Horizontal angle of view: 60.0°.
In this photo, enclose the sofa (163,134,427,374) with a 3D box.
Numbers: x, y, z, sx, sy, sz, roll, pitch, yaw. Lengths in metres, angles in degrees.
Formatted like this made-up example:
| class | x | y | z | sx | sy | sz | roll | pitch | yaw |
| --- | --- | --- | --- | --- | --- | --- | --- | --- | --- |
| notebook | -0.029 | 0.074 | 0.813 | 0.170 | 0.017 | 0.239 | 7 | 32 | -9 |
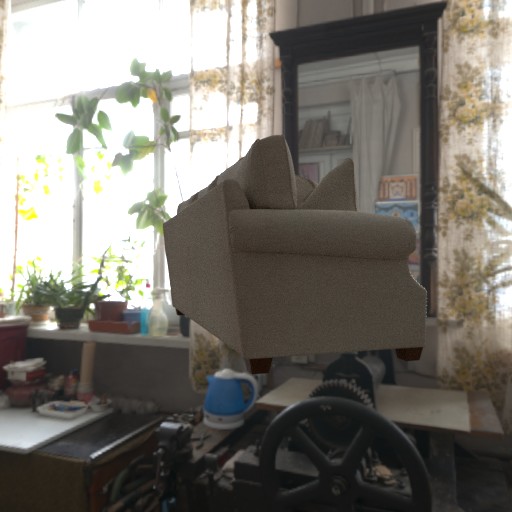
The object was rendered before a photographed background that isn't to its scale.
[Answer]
| class | x | y | z | sx | sy | sz | roll | pitch | yaw |
| --- | --- | --- | --- | --- | --- | --- | --- | --- | --- |
| sofa | 0.000 | 0.000 | 2.888 | 0.965 | 0.975 | 2.312 | 0 | -1 | -18 |
